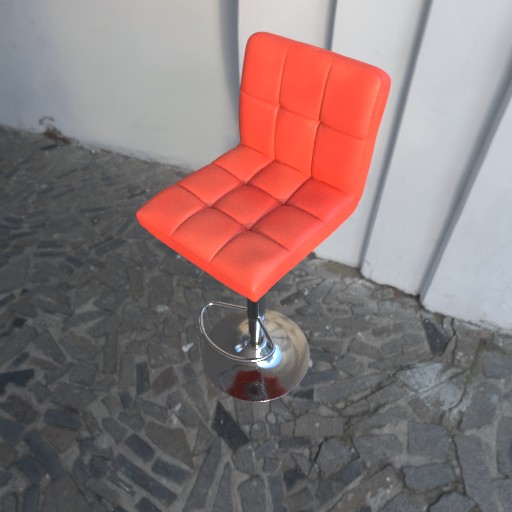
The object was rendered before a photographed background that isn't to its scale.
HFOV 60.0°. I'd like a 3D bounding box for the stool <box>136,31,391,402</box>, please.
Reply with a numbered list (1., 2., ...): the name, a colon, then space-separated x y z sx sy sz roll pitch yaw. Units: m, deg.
1. stool: 0.000 0.000 1.365 0.430 1.115 0.505 32 54 27
